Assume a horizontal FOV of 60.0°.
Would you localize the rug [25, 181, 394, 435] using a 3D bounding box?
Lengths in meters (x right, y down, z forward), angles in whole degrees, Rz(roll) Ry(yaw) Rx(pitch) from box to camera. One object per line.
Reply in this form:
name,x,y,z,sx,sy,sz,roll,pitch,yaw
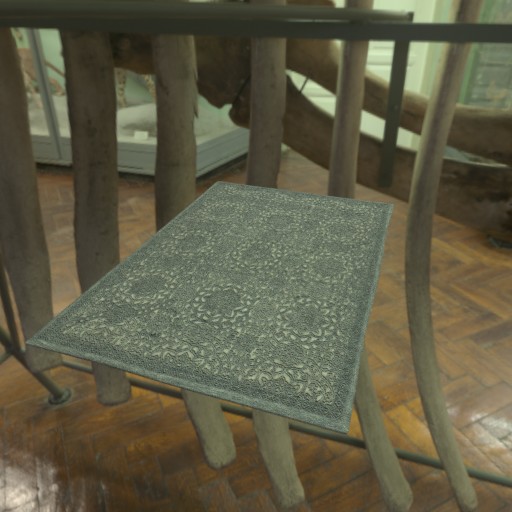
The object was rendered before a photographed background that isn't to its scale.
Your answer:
rug,0.000,0.000,2.247,1.224,0.016,1.830,10,32,17
